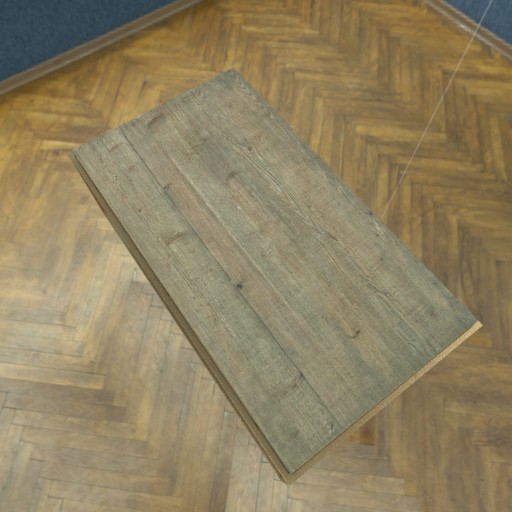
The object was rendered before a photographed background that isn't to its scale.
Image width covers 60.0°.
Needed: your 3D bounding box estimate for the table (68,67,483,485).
[{"bbox_3d":[0.000,0.000,1.727,0.775,0.468,1.387,-33,69,-14],"label":"table"}]
